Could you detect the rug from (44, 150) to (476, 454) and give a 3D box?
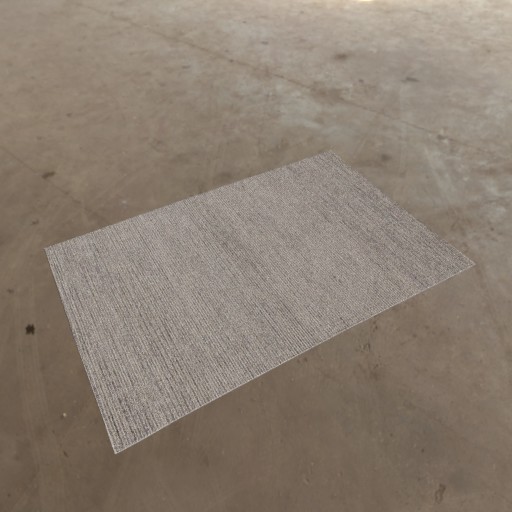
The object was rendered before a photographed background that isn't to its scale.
[{"bbox_3d":[0.000,0.000,2.192,1.804,0.022,1.162,-22,50,-20],"label":"rug"}]
